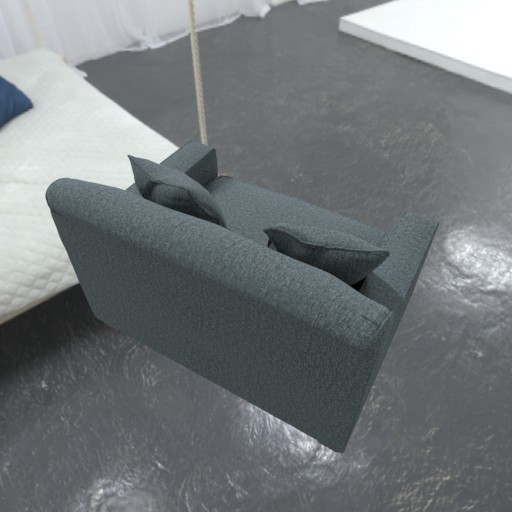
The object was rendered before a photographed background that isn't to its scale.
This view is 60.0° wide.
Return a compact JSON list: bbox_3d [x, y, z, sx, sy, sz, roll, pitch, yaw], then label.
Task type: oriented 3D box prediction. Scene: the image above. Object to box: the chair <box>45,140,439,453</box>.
[{"bbox_3d":[0.000,0.000,2.059,1.383,0.948,1.000,22,49,21],"label":"chair"}]
